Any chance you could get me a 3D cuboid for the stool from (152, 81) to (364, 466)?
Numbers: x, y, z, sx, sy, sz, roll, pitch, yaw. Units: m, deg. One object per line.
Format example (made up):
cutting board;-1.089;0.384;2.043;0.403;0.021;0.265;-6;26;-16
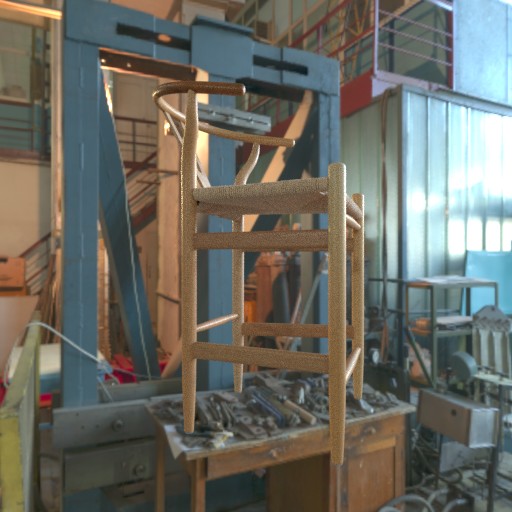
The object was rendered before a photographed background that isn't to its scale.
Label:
stool;0.000;0.000;1.294;0.575;0.923;0.536;0;0;18
